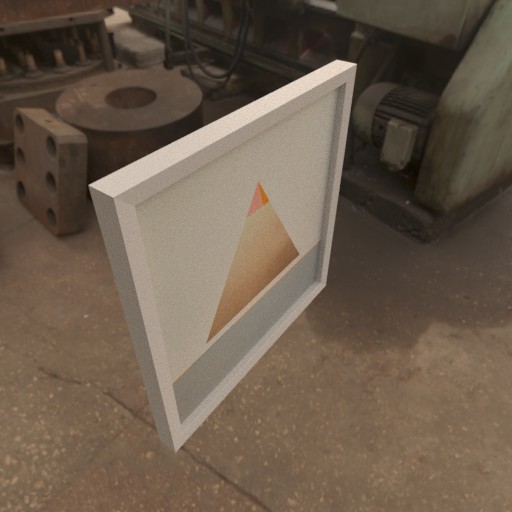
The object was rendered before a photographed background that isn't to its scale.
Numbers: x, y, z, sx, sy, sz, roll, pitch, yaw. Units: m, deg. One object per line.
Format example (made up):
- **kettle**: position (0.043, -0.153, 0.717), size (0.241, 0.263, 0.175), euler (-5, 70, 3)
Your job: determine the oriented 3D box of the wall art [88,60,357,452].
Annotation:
- **wall art**: position (0.000, 0.000, 1.907), size (0.098, 1.291, 1.289), euler (26, 46, 27)
